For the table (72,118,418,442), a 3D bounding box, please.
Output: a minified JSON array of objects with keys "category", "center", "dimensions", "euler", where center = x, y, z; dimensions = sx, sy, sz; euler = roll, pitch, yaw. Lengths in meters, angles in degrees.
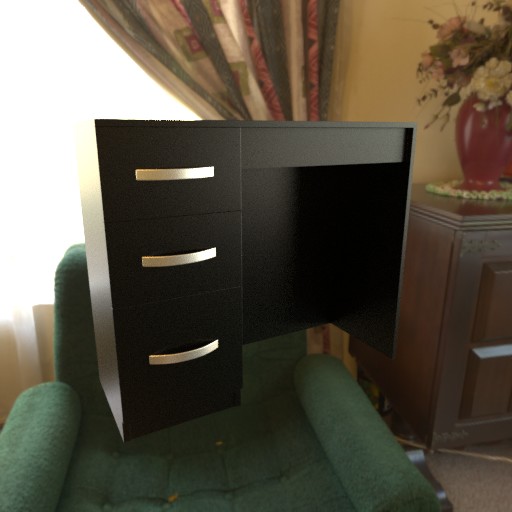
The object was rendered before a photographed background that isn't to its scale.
[{"category":"table","center":[0.000,0.000,1.363],"dimensions":[0.930,0.790,0.380],"euler":[-8,18,-27]}]
